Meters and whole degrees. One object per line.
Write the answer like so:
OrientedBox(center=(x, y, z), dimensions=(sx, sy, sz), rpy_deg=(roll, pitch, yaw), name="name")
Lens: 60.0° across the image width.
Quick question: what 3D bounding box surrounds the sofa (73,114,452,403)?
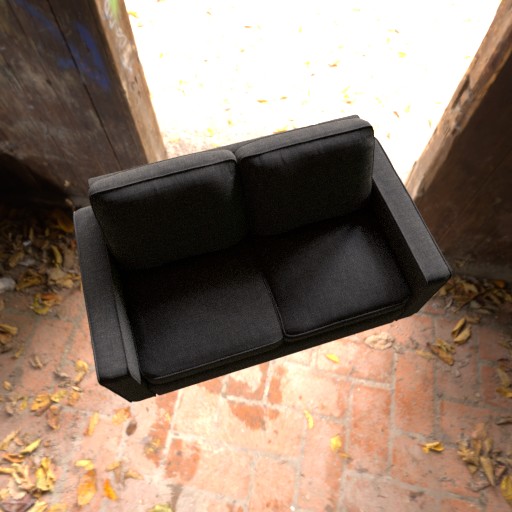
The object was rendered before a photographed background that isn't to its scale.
OrientedBox(center=(0.000, 0.000, 2.314), dimensions=(1.709, 0.918, 0.947), rpy_deg=(-16, 65, -8), name="sofa")
